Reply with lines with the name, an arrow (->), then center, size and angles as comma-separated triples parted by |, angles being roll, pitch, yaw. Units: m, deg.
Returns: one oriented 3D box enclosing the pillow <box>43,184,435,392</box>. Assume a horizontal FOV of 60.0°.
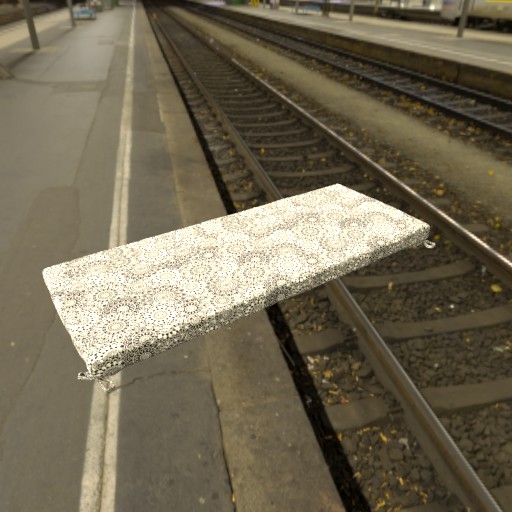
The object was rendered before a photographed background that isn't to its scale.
pillow -> 0.000, 0.000, 1.372 | 1.187, 0.081, 0.492 | -19, 36, -29
